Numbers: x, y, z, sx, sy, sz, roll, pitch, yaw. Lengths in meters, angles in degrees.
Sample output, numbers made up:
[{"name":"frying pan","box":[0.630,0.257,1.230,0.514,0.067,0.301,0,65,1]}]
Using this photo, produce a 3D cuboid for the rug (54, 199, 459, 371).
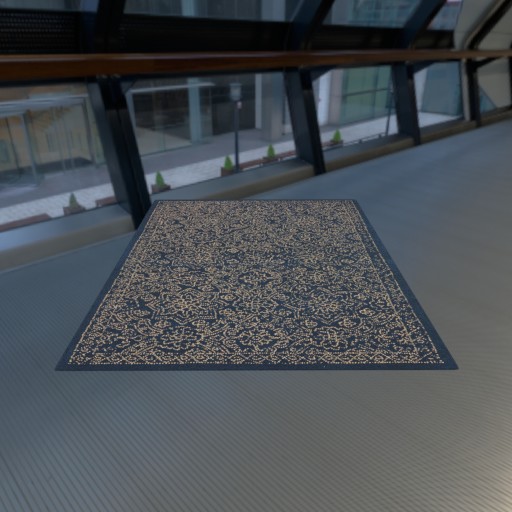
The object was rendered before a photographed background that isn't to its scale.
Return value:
[{"name":"rug","box":[0.000,0.000,4.018,2.438,0.010,3.048,0,27,0]}]
